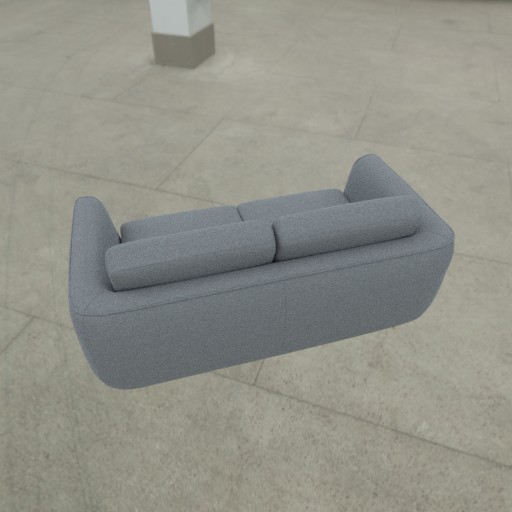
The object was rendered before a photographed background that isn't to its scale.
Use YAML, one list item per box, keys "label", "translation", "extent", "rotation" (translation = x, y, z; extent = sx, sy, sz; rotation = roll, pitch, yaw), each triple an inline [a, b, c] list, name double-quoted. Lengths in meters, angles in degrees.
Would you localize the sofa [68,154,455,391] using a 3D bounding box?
- label: "sofa"
  translation: [0.000, 0.000, 2.218]
  extent: [1.700, 0.850, 0.920]
  rotation: [-11, 43, -12]
